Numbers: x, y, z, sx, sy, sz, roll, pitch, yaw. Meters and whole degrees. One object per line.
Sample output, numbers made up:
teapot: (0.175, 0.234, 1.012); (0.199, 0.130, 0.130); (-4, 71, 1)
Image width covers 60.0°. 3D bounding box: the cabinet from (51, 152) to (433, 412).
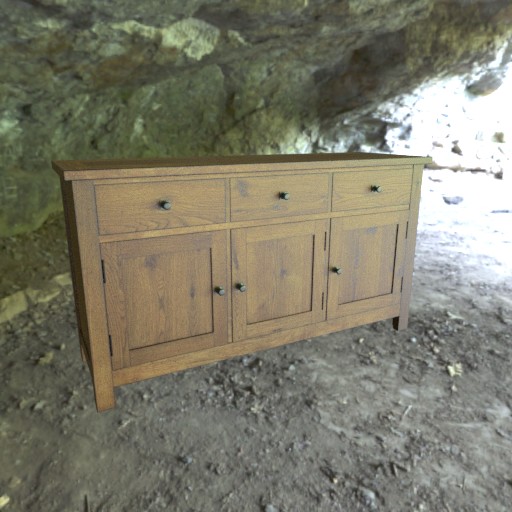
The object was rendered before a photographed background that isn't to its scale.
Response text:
cabinet: (0.000, 0.000, 1.889); (1.474, 0.813, 0.480); (-8, 18, -26)
